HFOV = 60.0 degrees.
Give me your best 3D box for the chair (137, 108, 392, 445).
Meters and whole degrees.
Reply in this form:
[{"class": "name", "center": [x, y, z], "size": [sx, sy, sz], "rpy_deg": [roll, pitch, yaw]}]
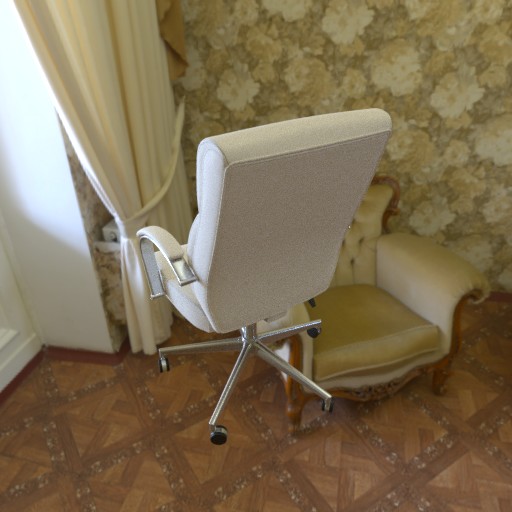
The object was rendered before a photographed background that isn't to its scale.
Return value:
[{"class": "chair", "center": [0.000, 0.000, 1.612], "size": [0.727, 1.099, 0.745], "rpy_deg": [-19, 35, -28]}]
